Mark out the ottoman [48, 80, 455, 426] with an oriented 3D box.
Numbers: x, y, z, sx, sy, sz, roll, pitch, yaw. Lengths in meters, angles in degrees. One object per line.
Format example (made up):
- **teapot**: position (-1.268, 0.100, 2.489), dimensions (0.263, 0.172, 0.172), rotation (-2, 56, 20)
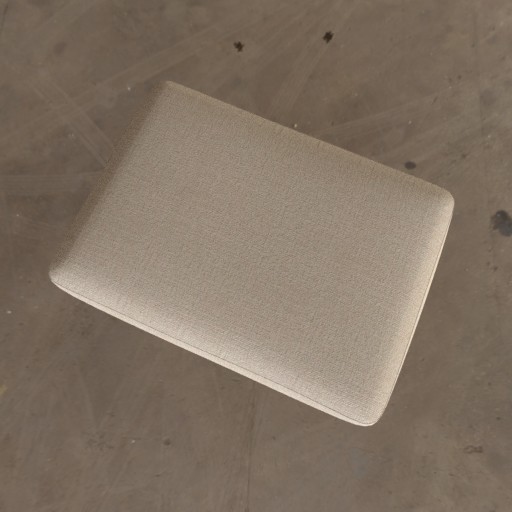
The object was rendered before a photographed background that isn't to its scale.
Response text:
- **ottoman**: position (0.000, 0.000, 1.276), dimensions (0.885, 0.478, 0.637), rotation (23, 76, 6)
